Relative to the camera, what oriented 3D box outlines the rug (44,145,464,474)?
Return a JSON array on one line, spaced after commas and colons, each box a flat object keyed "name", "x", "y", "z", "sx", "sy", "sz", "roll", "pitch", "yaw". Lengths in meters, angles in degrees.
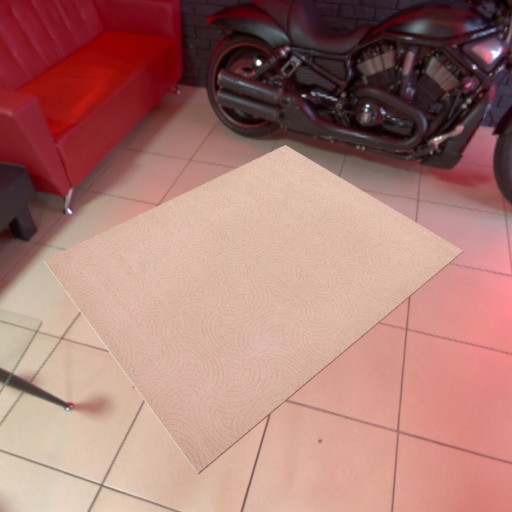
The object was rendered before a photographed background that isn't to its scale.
[{"name": "rug", "x": 0.000, "y": 0.000, "z": 3.490, "sx": 2.584, "sy": 0.011, "sz": 2.073, "roll": -31, "pitch": 53, "yaw": -27}]
